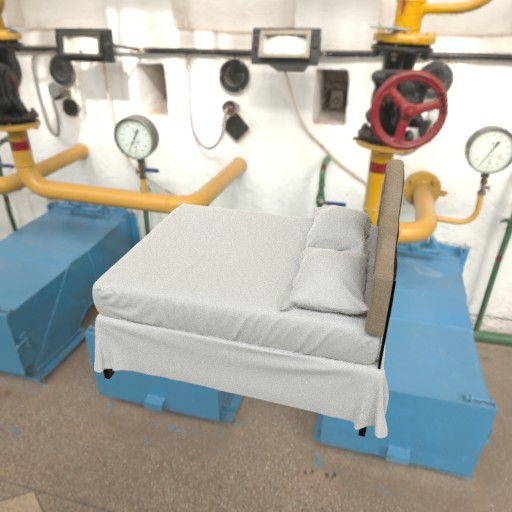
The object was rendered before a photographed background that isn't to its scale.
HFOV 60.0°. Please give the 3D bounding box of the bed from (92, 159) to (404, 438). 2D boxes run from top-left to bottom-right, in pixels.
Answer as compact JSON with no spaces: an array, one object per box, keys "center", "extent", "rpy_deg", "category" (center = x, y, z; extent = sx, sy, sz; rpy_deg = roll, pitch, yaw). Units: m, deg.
[{"center":[0.000,0.000,3.437],"extent":[2.222,1.634,1.780],"rpy_deg":[8,30,14],"category":"bed"}]
